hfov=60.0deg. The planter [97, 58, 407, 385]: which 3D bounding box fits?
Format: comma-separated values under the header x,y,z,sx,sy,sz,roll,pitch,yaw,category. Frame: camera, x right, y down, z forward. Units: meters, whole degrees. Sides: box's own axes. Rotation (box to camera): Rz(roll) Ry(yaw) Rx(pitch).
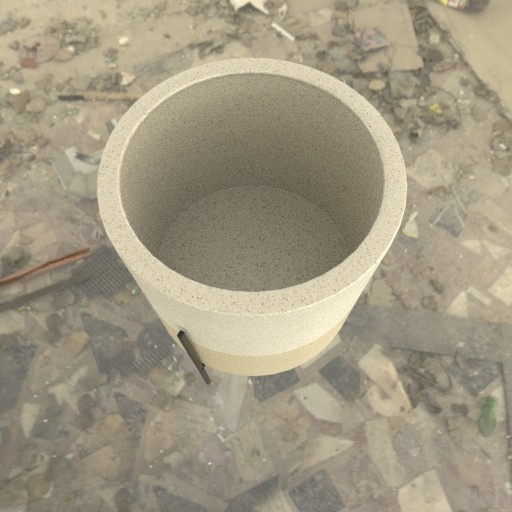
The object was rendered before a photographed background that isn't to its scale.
x,y,z,sx,sy,sz,roll,pitch,yaw,category
0.000,0.000,0.728,0.368,0.484,0.359,-2,65,-1,planter
